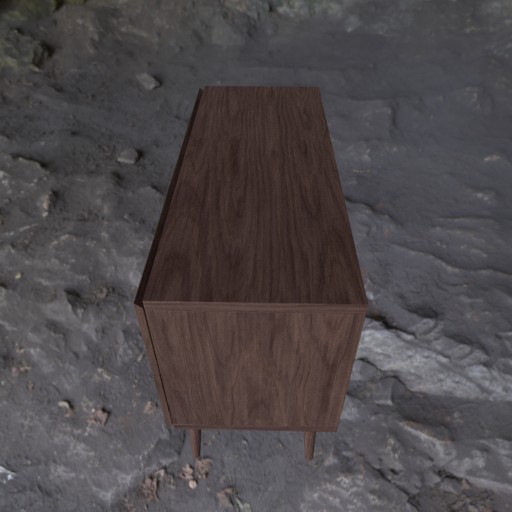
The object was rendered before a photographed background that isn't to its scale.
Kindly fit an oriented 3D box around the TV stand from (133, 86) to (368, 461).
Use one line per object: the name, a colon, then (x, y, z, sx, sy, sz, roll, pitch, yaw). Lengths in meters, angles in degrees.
TV stand: (0.000, 0.000, 1.348, 0.405, 0.660, 0.990, 1, 41, 1)
